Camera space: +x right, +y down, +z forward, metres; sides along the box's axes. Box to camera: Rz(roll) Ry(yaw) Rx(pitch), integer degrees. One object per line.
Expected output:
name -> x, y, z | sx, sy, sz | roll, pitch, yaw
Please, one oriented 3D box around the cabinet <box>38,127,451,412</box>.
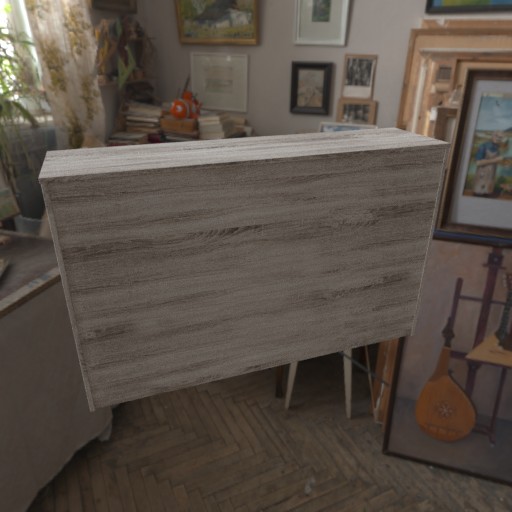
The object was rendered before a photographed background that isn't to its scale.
cabinet -> 0.000, 0.000, 1.839 | 1.450, 0.900, 0.380 | -9, 27, -17
